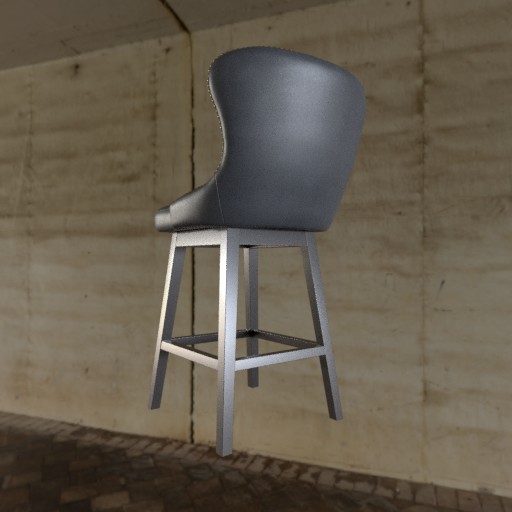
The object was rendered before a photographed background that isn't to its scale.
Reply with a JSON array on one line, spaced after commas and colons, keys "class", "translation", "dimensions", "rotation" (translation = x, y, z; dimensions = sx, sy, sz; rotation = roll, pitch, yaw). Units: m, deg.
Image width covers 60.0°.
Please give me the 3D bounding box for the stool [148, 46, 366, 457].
[{"class": "stool", "translation": [0.000, 0.000, 1.316], "dimensions": [0.528, 0.971, 0.593], "rotation": [0, -1, -37]}]
